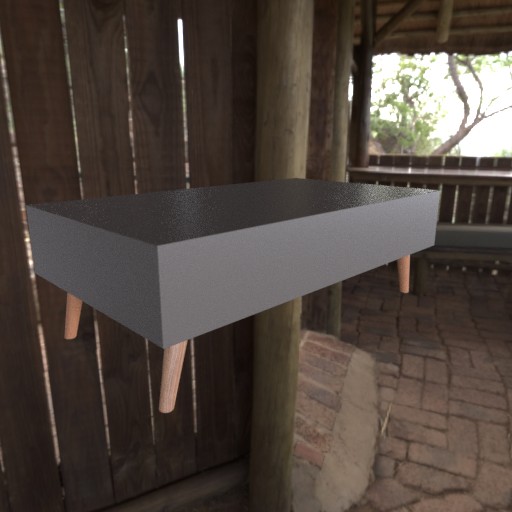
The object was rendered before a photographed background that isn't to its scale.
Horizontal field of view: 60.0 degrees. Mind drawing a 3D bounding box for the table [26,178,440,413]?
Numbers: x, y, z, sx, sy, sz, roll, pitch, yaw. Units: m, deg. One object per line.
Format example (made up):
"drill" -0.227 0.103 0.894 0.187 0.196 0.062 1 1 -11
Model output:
"table" 0.000 0.000 1.508 1.201 0.404 0.703 -15 21 -43
